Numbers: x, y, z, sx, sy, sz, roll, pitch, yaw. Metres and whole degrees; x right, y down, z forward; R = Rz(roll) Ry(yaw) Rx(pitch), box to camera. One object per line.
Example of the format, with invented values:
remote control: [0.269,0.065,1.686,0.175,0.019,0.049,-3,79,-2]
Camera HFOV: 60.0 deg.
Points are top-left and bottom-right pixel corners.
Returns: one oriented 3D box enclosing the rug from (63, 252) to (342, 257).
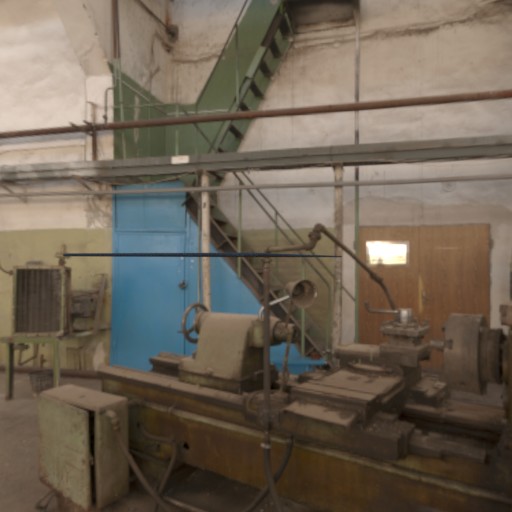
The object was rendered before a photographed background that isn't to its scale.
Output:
rug: [0.000,0.000,2.717,0.769,0.012,2.448,0,0,17]
